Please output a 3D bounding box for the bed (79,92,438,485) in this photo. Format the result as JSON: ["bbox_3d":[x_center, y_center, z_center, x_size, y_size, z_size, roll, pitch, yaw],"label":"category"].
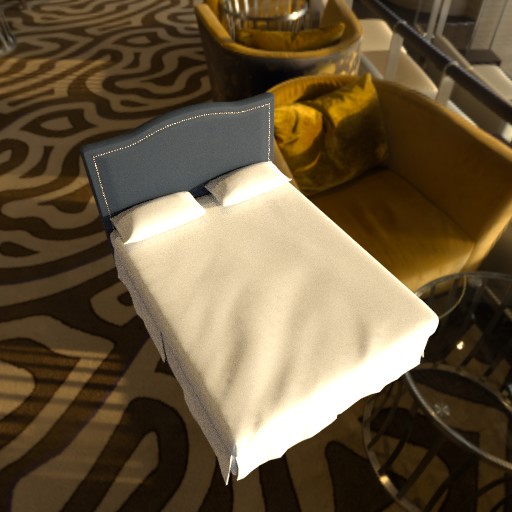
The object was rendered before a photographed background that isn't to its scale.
[{"bbox_3d":[0.000,0.000,3.379,1.821,1.436,2.282,-24,51,-22],"label":"bed"}]
